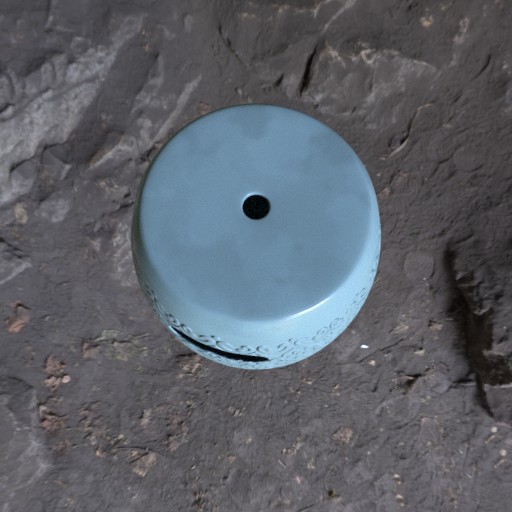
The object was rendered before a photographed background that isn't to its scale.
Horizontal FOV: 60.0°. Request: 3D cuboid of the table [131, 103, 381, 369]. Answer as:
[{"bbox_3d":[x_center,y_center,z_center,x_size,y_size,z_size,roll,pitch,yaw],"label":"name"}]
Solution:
[{"bbox_3d":[0.000,0.000,0.624,0.309,0.397,0.309,0,75,0],"label":"table"}]
